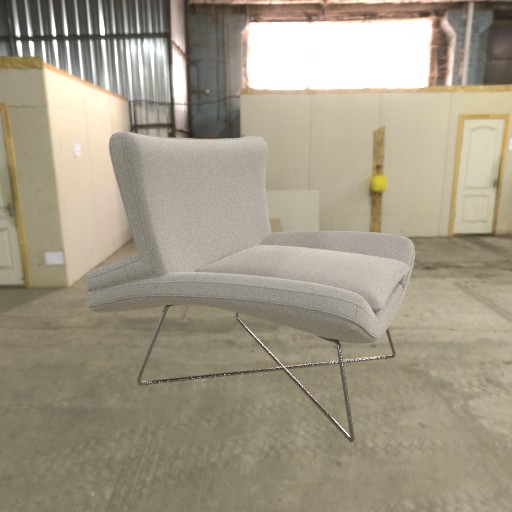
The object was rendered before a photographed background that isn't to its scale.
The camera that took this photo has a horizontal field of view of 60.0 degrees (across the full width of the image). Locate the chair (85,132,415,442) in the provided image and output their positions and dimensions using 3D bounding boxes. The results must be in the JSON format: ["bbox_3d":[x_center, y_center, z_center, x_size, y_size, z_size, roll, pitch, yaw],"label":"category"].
[{"bbox_3d":[0.000,0.000,1.609,1.008,0.855,0.859,7,16,27],"label":"chair"}]
